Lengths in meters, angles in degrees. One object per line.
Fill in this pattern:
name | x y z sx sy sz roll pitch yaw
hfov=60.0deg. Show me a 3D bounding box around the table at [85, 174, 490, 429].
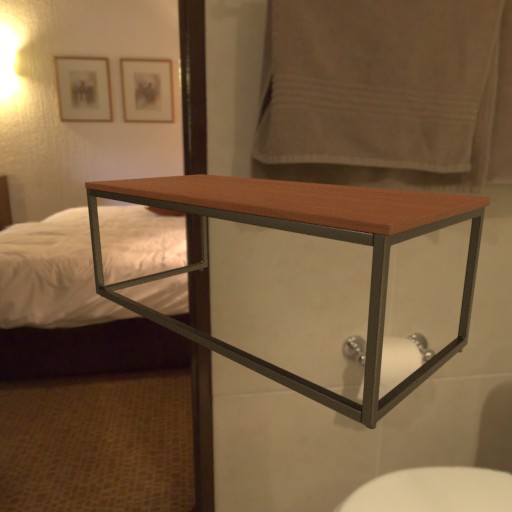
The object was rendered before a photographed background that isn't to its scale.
table | 0.000 0.000 1.321 1.100 0.400 0.500 14 20 42
